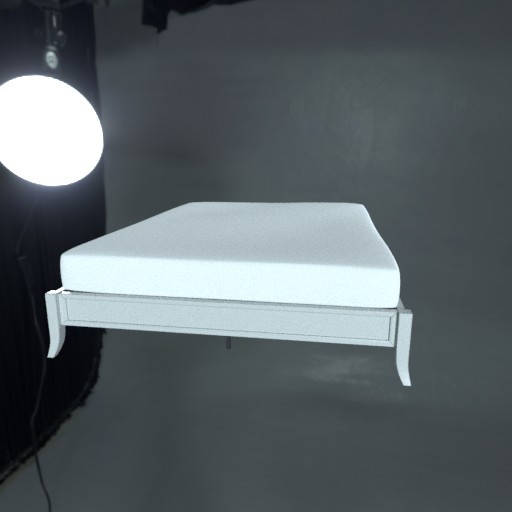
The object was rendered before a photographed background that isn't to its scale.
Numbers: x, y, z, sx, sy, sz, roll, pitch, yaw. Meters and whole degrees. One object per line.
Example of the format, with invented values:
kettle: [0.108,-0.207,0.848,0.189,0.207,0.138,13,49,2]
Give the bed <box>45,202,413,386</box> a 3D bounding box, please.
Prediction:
bed: [0.000,0.000,2.859,1.604,0.510,2.108,2,14,9]
